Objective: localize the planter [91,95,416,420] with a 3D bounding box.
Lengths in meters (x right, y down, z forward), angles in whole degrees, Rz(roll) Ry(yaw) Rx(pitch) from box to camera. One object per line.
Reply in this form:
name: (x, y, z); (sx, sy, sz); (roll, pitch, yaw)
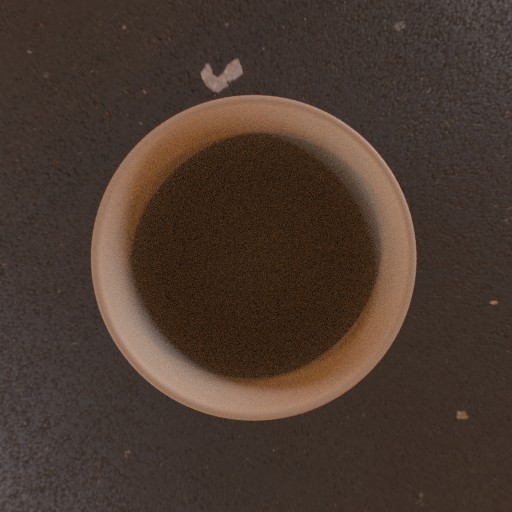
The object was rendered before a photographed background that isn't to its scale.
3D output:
planter: (0.000, 0.000, 0.375); (0.208, 0.190, 0.208); (0, 91, 2)
